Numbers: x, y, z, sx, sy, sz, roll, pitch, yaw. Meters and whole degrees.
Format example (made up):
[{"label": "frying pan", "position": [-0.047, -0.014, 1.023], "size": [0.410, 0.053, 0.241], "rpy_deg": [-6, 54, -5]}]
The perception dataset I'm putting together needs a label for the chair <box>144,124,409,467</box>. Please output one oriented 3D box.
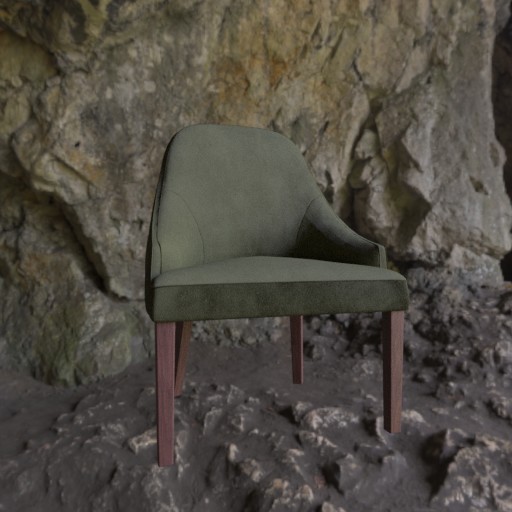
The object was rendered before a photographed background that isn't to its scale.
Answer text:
[{"label": "chair", "position": [0.000, 0.000, 1.283], "size": [0.643, 0.889, 0.575], "rpy_deg": [0, 1, -17]}]
